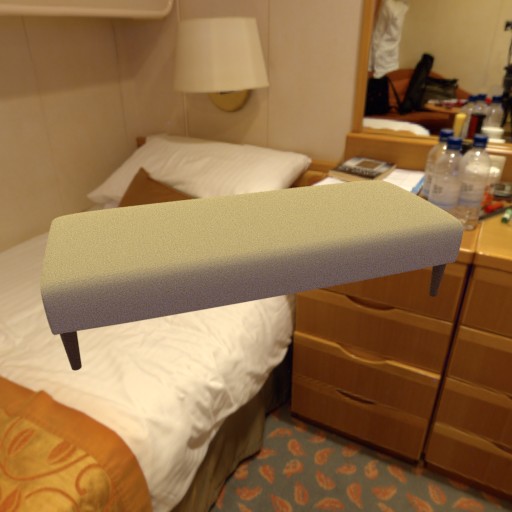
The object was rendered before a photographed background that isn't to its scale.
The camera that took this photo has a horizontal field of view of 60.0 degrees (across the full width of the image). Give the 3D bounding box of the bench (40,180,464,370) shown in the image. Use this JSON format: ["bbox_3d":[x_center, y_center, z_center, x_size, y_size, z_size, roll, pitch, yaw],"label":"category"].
[{"bbox_3d":[0.000,0.000,1.908,1.609,0.393,0.646,-9,29,-16],"label":"bench"}]
